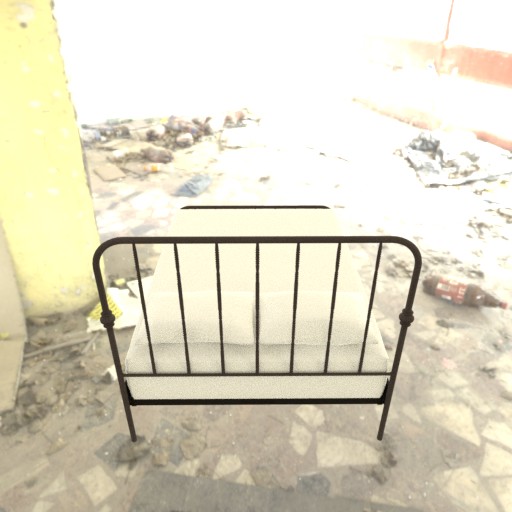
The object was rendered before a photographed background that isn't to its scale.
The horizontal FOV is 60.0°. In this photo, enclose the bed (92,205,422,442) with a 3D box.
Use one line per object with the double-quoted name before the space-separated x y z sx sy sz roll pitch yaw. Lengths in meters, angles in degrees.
"bed" 0.000 0.000 3.290 1.616 1.446 2.134 0 31 0
